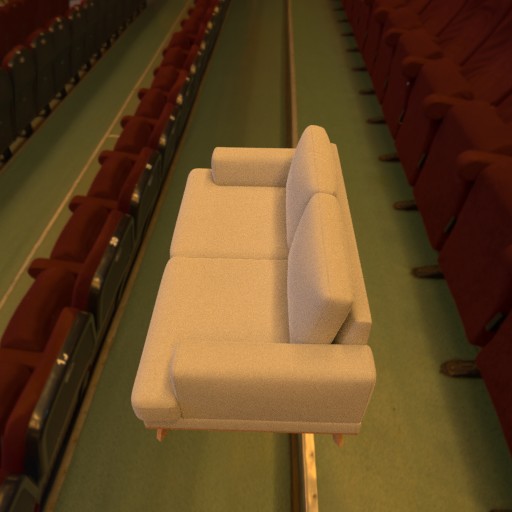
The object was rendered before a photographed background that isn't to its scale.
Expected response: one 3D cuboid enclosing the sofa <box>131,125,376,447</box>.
[{"bbox_3d":[0.000,0.000,2.234,0.915,0.810,1.651,1,43,1],"label":"sofa"}]
